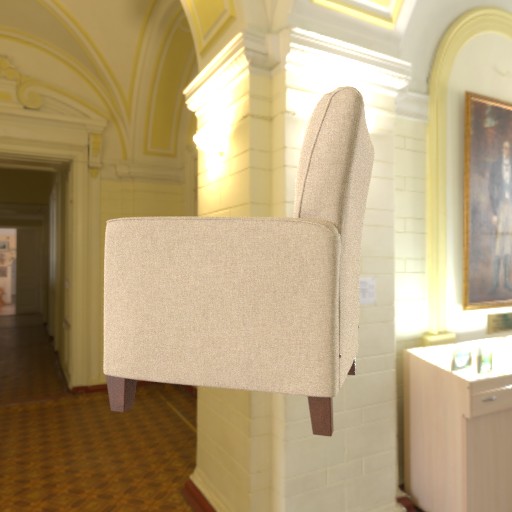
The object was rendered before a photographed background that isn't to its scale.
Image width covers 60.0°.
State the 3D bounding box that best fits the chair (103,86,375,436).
[{"bbox_3d":[0.000,0.000,1.702,0.859,1.023,0.845,0,-1,17],"label":"chair"}]
